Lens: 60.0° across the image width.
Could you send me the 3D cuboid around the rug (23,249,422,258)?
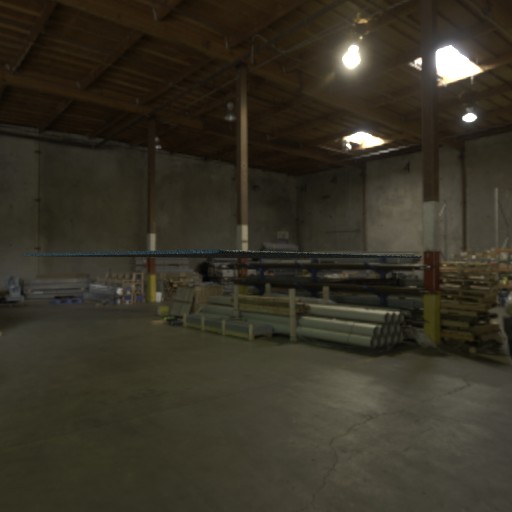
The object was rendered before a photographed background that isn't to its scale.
[{"bbox_3d":[0.000,0.000,3.059,1.530,0.015,2.449,-1,-1,37],"label":"rug"}]
